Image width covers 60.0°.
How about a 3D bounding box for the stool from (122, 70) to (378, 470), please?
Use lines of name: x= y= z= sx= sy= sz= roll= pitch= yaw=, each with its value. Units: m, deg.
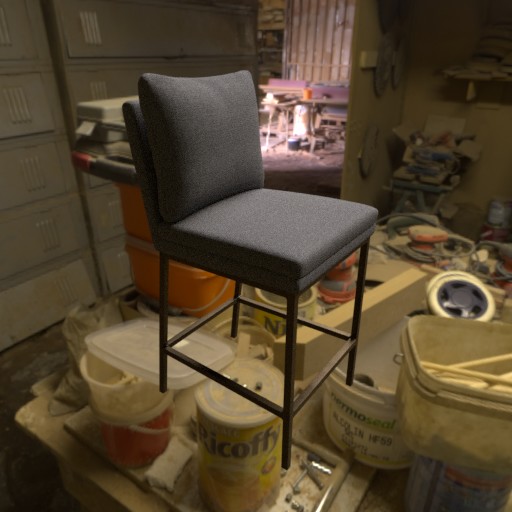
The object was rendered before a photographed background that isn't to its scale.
stool: x=0.000 y=0.000 z=1.344 sx=0.569 sy=1.031 sz=0.463 roll=17 pitch=30 yaw=32
